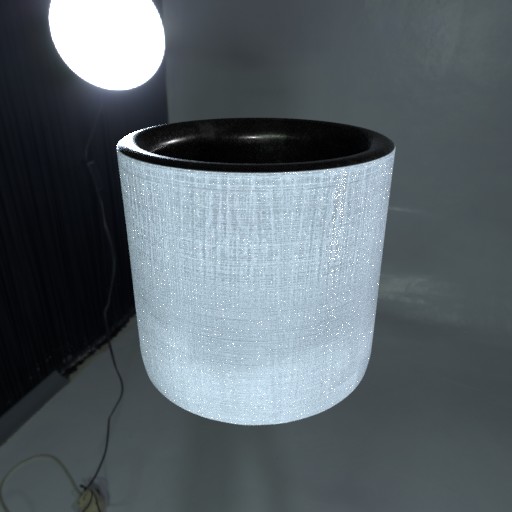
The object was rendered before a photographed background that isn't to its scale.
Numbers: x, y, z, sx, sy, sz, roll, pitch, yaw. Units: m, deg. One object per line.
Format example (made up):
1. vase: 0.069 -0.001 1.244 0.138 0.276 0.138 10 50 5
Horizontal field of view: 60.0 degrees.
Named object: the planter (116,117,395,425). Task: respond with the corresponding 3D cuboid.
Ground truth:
1. planter: 0.000 0.000 0.291 0.160 0.156 0.160 0 25 0
